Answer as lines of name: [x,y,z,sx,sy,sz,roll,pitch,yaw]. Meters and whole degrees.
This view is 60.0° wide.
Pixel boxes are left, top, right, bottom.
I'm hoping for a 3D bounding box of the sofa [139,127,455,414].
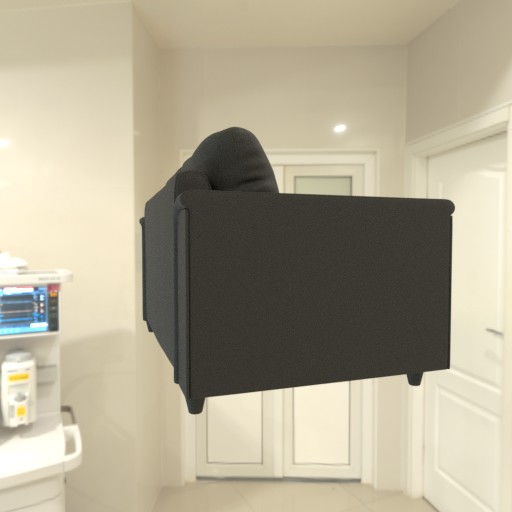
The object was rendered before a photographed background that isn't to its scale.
sofa: [0.000,0.000,1.936,0.887,0.845,1.386,-1,2,-19]
